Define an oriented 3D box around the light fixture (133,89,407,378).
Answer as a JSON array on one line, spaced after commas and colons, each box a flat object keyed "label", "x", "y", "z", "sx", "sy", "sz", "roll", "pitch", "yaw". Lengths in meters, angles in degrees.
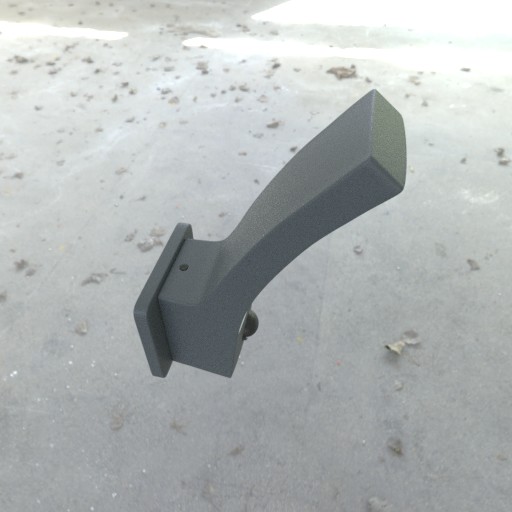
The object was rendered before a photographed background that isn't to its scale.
[{"label": "light fixture", "x": 0.000, "y": 0.000, "z": 0.337, "sx": 0.174, "sy": 0.243, "sz": 0.108, "roll": 9, "pitch": 46, "yaw": 9}]
